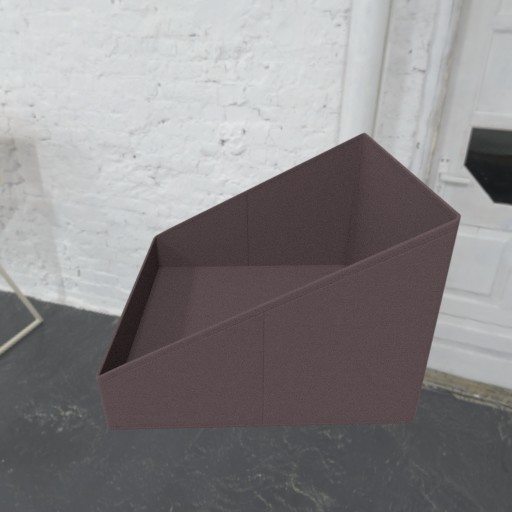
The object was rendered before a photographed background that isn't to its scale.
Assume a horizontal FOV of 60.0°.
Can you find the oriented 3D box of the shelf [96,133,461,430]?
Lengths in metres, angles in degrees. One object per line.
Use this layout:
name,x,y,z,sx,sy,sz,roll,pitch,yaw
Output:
shelf,0.000,0.000,0.493,0.292,0.210,0.292,-1,27,-1
